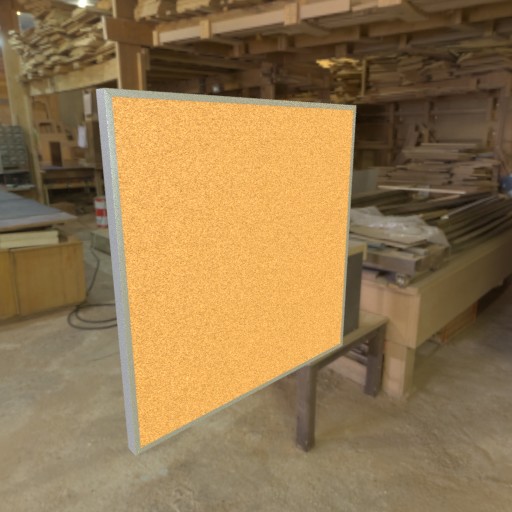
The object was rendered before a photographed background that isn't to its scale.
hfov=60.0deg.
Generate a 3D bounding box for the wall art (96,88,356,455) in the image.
[{"bbox_3d":[0.000,0.000,1.209,0.809,0.807,0.038,-14,21,-41],"label":"wall art"}]
